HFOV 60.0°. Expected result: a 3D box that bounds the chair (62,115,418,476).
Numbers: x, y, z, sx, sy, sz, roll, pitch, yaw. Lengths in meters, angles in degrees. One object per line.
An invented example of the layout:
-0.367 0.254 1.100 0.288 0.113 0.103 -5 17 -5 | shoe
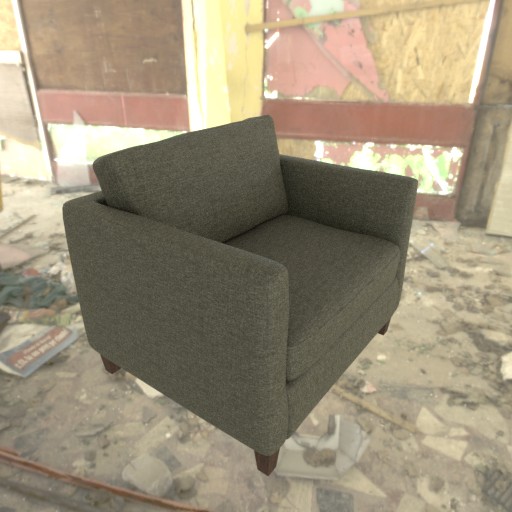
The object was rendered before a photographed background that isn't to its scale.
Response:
0.000 0.000 1.812 0.959 0.963 1.107 18 32 33 | chair
